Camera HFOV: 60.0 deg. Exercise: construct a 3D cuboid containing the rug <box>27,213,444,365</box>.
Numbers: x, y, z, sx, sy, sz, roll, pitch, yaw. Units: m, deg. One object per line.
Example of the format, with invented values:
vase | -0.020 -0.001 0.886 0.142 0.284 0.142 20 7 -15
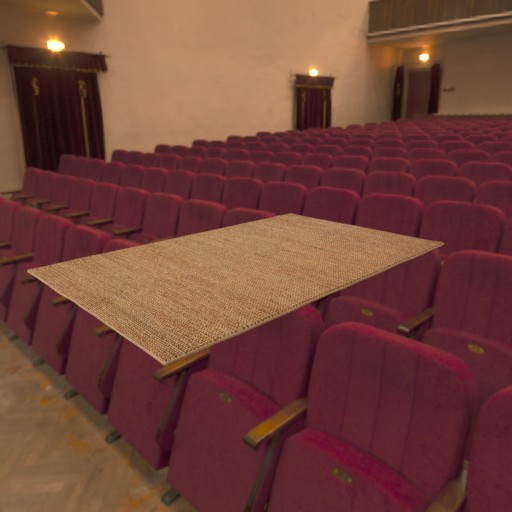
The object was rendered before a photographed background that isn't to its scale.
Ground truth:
rug | 0.000 0.000 3.004 2.438 0.034 1.521 -16 23 -42
